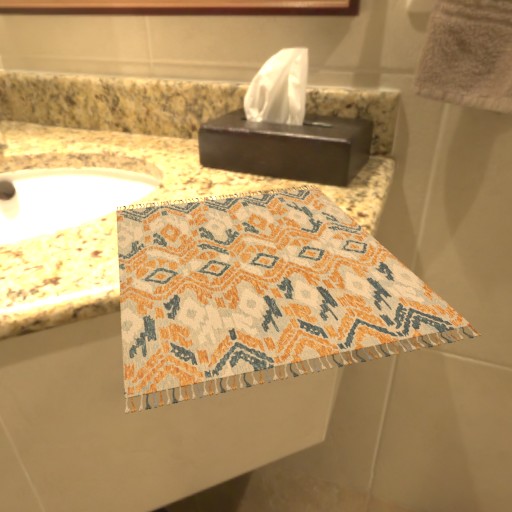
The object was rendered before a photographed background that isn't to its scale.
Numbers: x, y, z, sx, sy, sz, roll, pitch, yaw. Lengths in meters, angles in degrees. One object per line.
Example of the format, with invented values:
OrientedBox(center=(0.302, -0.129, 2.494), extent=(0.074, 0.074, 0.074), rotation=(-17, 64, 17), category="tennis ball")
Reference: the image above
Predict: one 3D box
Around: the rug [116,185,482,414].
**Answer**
OrientedBox(center=(0.000, 0.000, 4.084), extent=(2.439, 0.010, 3.048), rotation=(-8, 31, -14), category="rug")
